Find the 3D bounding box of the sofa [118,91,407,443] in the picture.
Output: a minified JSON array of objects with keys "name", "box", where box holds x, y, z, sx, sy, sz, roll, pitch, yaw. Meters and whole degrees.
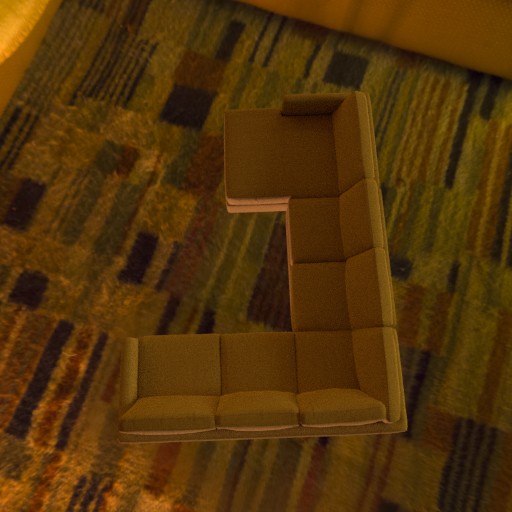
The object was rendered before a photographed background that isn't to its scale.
[{"name":"sofa","box":[0.000,0.000,4.564,2.594,0.961,3.460,-2,76,-1]}]
